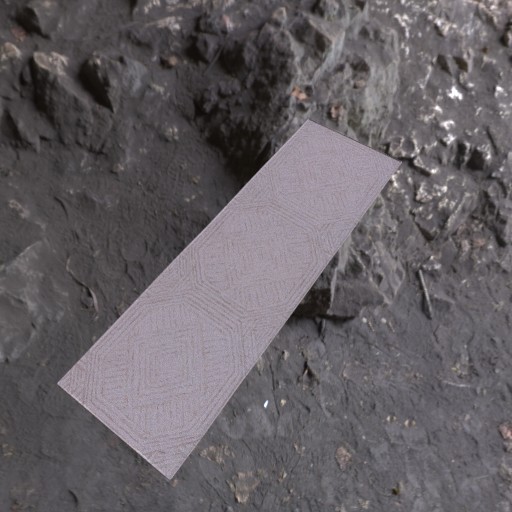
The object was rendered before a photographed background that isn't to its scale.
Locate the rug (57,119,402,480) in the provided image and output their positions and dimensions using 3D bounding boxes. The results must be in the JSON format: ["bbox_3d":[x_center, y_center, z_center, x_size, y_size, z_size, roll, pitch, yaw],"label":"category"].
[{"bbox_3d":[0.000,0.000,2.687,0.775,0.012,2.452,31,63,18],"label":"rug"}]
